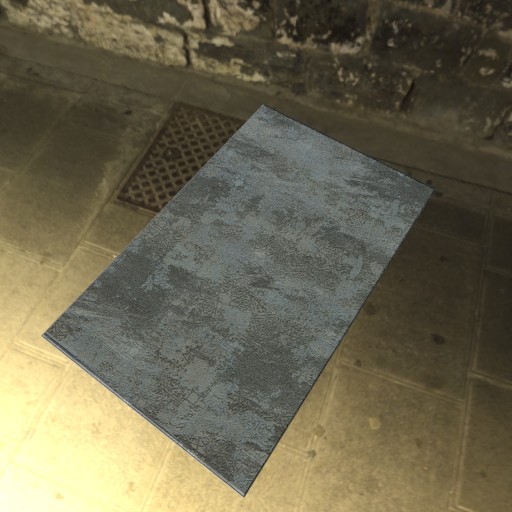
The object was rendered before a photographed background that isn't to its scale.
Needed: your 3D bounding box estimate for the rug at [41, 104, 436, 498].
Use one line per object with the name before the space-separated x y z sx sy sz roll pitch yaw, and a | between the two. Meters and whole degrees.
rug | 0.000 0.000 2.996 1.536 0.012 2.431 31 66 16
